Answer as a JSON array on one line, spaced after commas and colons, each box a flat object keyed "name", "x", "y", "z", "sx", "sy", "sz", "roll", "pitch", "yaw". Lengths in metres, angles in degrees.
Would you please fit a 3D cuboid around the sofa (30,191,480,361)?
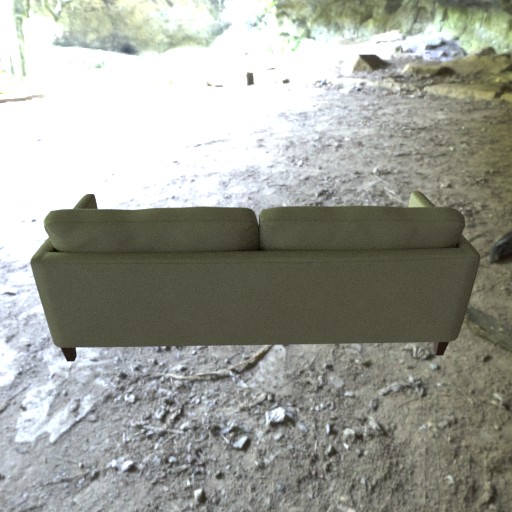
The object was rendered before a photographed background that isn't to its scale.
[{"name": "sofa", "x": 0.000, "y": 0.000, "z": 2.843, "sx": 2.404, "sy": 0.912, "sz": 0.988, "roll": -1, "pitch": 30, "yaw": -1}]
